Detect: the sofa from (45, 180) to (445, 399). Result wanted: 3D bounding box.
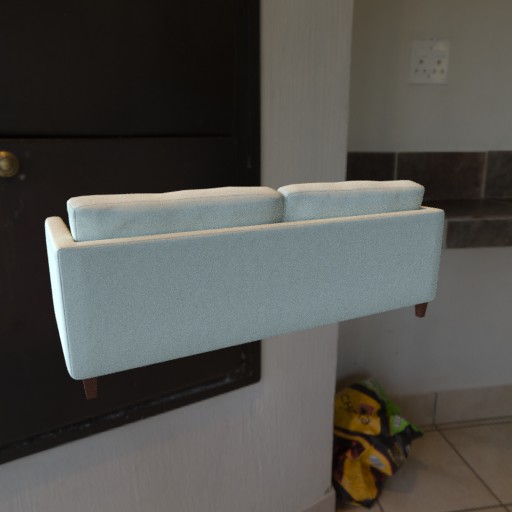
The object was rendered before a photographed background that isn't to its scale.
[{"bbox_3d":[0.000,0.000,2.900,2.434,0.965,0.948,-7,16,-27],"label":"sofa"}]
